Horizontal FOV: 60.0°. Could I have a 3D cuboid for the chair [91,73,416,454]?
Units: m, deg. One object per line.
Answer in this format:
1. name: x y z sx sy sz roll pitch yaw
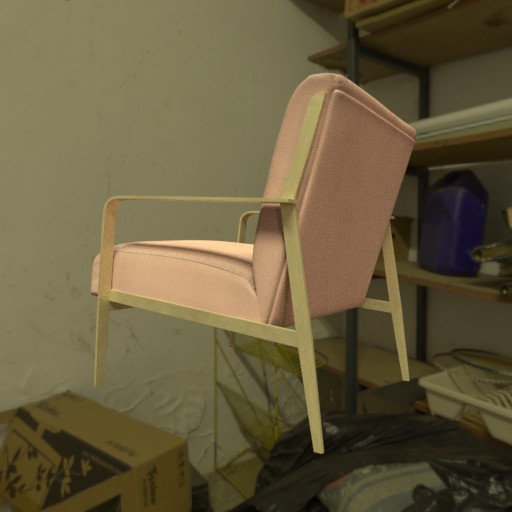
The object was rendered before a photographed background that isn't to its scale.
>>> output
1. chair: 0.000 0.000 1.421 0.848 0.823 0.701 1 2 35
